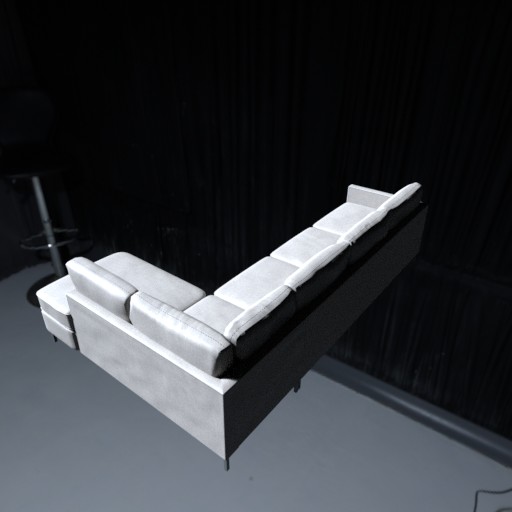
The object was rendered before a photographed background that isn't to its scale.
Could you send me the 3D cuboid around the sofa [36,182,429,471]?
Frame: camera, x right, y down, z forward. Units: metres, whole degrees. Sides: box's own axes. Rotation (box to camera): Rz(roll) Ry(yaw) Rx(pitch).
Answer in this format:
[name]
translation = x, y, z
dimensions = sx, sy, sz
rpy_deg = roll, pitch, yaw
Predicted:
[sofa]
translation = 0.000, 0.000, 4.261
dimensions = 2.077, 0.964, 3.331
rpy_deg = 22, 37, 32
